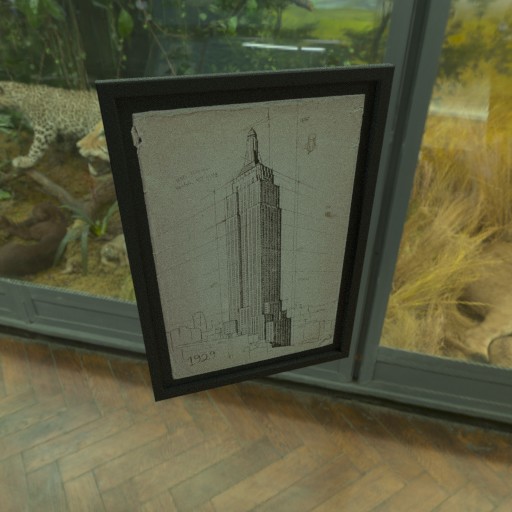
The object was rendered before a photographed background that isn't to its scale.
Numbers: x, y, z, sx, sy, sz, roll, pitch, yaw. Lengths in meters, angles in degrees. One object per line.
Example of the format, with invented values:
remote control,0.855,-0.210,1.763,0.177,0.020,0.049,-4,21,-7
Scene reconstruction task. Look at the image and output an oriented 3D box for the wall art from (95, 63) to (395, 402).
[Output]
wall art,0.000,0.000,0.554,0.303,0.431,0.013,-9,34,-14
